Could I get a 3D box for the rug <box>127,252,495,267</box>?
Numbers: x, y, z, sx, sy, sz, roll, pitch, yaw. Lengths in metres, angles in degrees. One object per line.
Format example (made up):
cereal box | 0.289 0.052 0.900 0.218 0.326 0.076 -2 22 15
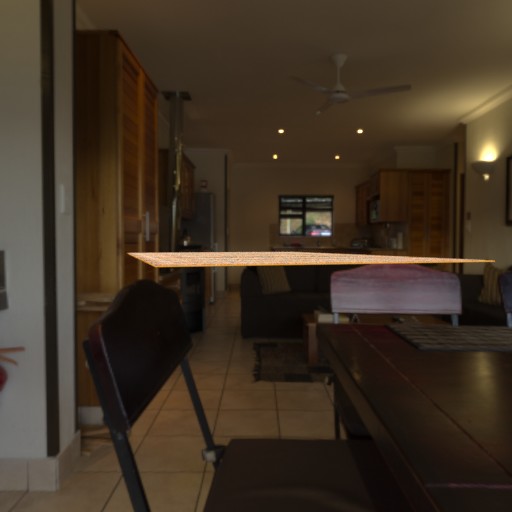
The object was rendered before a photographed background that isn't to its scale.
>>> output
rug | 0.000 0.000 2.894 1.525 0.007 2.336 -1 2 -18
